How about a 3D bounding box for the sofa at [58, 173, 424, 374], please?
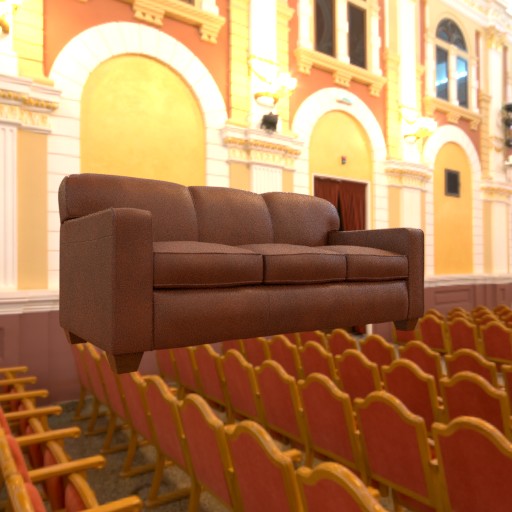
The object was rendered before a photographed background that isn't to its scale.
[{"bbox_3d":[0.000,0.000,2.648,2.039,0.953,1.008,0,-1,-35],"label":"sofa"}]
